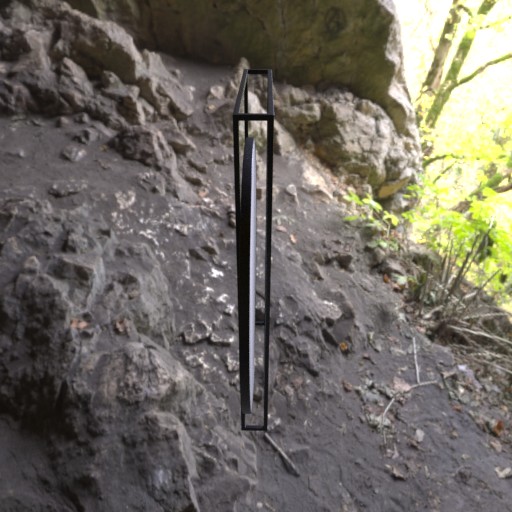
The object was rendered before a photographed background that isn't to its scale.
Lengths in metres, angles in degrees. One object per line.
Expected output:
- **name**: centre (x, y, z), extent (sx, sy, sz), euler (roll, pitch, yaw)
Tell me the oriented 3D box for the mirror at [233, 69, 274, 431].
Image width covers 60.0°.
- **mirror**: centre (0.000, 0.000, 0.832), extent (0.051, 0.603, 0.508), euler (1, 32, 1)
